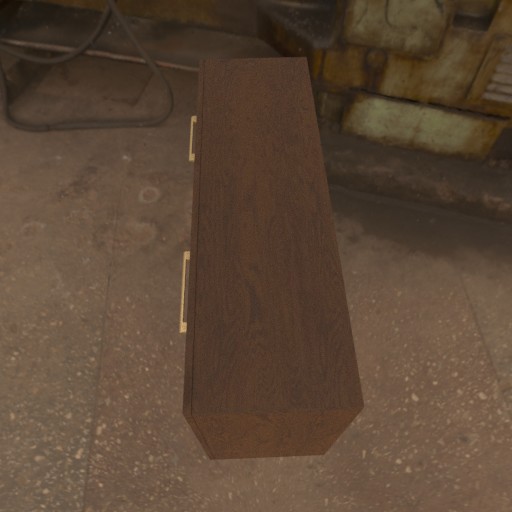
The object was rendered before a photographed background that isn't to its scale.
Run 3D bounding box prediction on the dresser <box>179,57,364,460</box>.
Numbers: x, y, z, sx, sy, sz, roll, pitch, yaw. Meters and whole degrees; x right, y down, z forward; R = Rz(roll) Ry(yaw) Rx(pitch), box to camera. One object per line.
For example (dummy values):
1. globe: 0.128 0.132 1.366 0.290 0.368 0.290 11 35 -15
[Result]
1. dresser: 0.000 0.000 1.942 0.512 0.889 1.523 -2 58 -1
